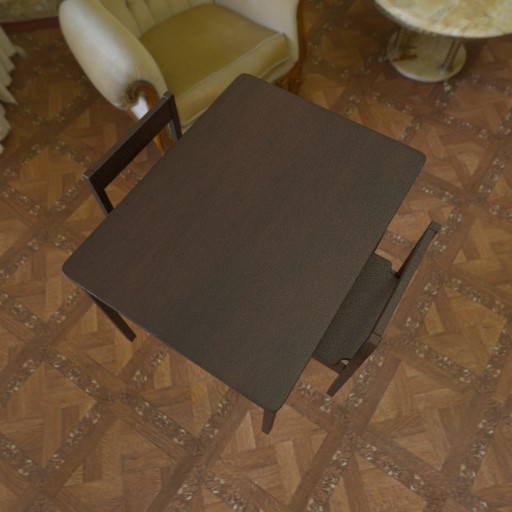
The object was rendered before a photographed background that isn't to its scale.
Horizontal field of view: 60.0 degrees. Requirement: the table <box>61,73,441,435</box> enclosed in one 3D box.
[{"bbox_3d":[0.000,0.000,1.107,0.672,0.503,0.650,30,67,14],"label":"table"}]
